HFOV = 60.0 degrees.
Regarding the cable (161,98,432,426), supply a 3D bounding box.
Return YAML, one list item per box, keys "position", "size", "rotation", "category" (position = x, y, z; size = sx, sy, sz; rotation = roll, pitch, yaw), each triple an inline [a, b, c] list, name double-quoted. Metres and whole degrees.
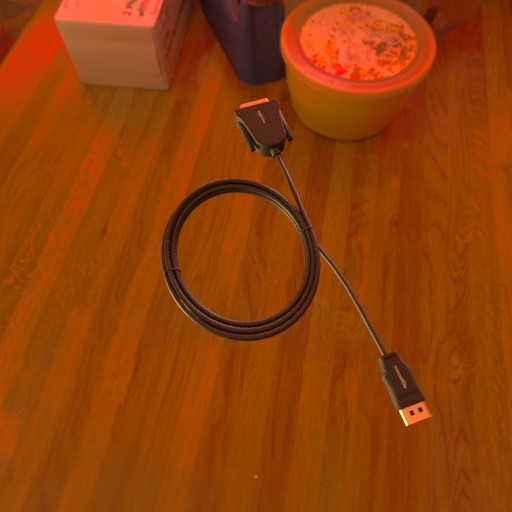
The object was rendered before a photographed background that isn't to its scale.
- position: [0.000, 0.000, 0.325]
  size: [0.136, 0.015, 0.281]
  rotation: [-17, 65, -8]
  category: "cable"
